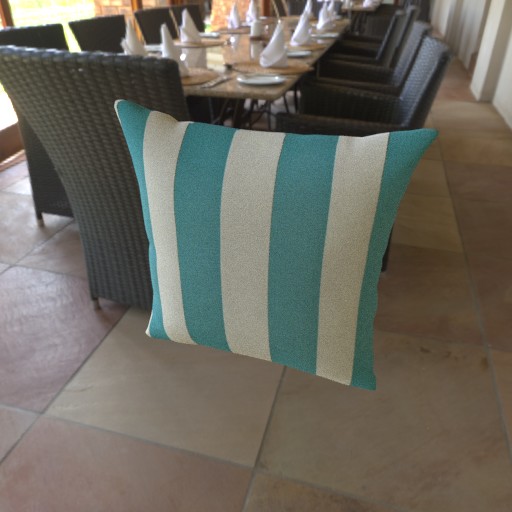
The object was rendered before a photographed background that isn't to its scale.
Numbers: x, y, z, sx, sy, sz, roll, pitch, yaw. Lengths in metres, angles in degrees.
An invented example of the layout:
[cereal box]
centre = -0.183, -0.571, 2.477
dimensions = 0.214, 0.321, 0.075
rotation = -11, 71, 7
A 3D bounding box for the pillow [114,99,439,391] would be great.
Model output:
[pillow]
centre = 0.000, 0.000, 0.823
dimensions = 0.536, 0.526, 0.189
rotation = 10, 33, 16
